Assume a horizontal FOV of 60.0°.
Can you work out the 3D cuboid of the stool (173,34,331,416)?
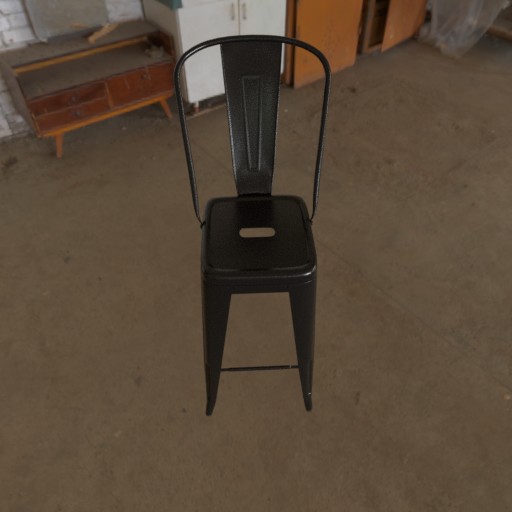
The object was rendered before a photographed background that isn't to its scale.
[{"bbox_3d":[0.000,0.000,1.344,0.399,1.096,0.513,-2,47,-2],"label":"stool"}]
